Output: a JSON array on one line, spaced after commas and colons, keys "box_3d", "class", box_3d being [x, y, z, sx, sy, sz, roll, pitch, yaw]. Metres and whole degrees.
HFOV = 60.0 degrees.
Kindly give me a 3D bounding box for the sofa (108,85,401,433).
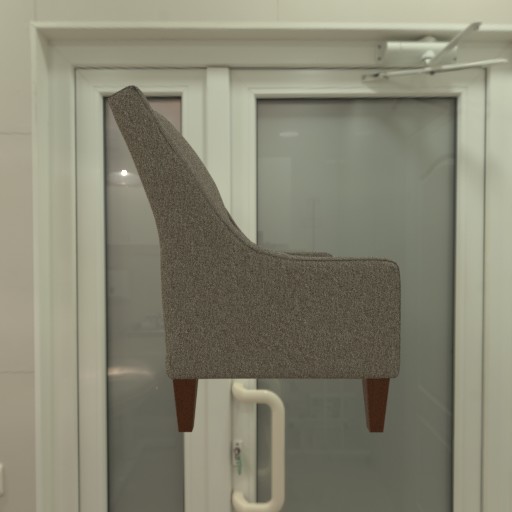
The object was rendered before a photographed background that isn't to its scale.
[{"box_3d": [0.000, 0.000, 1.893, 0.862, 1.026, 1.242, 0, 1, 0], "class": "sofa"}]
